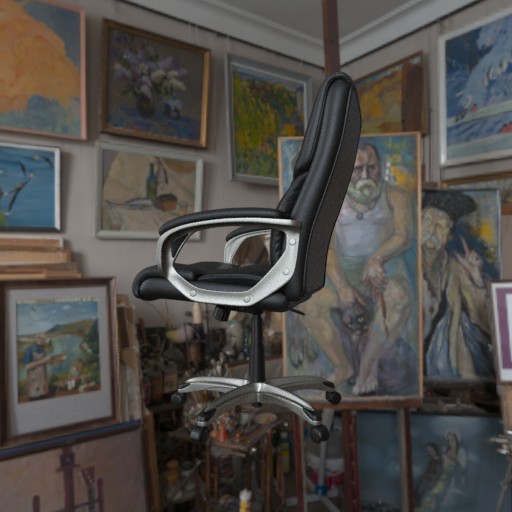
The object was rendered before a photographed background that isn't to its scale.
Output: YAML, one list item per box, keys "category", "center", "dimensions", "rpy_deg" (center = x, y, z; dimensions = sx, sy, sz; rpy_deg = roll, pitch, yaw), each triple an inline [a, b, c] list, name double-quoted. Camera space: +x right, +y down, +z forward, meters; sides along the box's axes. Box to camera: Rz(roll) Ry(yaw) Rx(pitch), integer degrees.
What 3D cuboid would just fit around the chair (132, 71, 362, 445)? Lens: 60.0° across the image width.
- category: "chair"
  center: [0.000, 0.000, 1.629]
  dimensions: [0.739, 1.155, 0.663]
  rpy_deg: [0, 0, 17]
